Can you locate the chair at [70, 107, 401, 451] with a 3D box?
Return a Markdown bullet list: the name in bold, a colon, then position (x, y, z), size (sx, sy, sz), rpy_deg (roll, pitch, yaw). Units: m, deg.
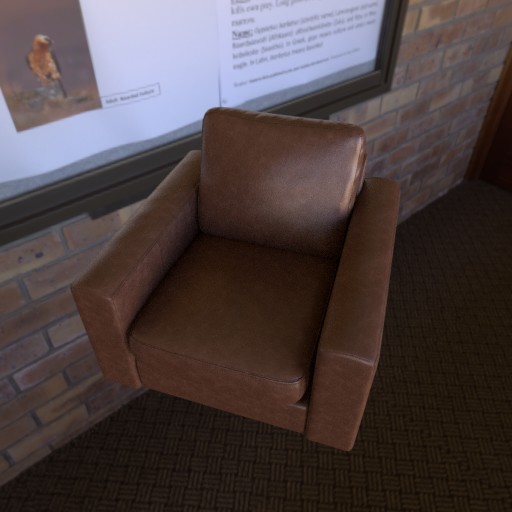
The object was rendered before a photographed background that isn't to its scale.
- **chair**: position (0.000, 0.000, 1.745), size (1.005, 0.873, 1.016), rpy_deg (12, 42, 13)
